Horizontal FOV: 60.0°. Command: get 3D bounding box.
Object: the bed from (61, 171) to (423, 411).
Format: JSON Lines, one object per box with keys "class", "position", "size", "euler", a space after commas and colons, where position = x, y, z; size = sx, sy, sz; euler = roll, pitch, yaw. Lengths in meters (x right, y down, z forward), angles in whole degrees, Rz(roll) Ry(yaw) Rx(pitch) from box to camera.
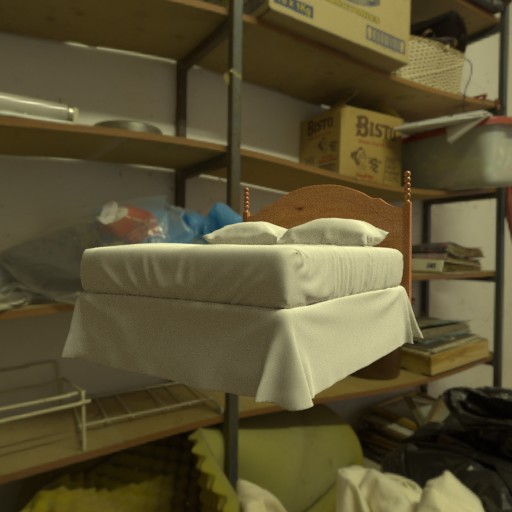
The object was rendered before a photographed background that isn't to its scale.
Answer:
{"class": "bed", "position": [0.000, 0.000, 3.205], "size": [1.873, 1.356, 2.040], "euler": [0, 1, 35]}
